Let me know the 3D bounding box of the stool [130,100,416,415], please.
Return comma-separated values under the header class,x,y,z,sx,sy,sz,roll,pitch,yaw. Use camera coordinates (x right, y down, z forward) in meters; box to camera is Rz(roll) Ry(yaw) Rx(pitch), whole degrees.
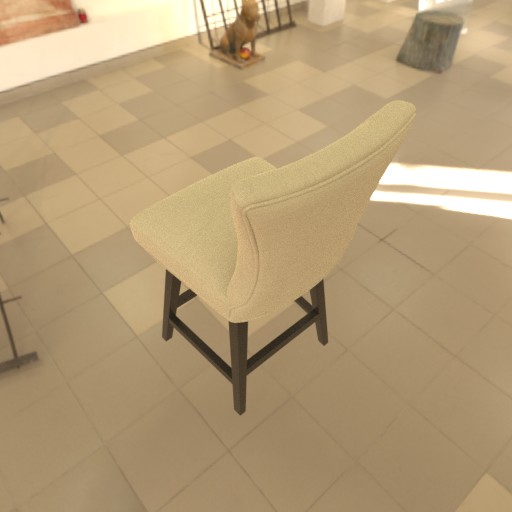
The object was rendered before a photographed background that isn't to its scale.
class,x,y,z,sx,sy,sz,roll,pitch,yaw
stool,0.000,0.000,1.332,0.514,1.000,0.574,-32,54,-27
